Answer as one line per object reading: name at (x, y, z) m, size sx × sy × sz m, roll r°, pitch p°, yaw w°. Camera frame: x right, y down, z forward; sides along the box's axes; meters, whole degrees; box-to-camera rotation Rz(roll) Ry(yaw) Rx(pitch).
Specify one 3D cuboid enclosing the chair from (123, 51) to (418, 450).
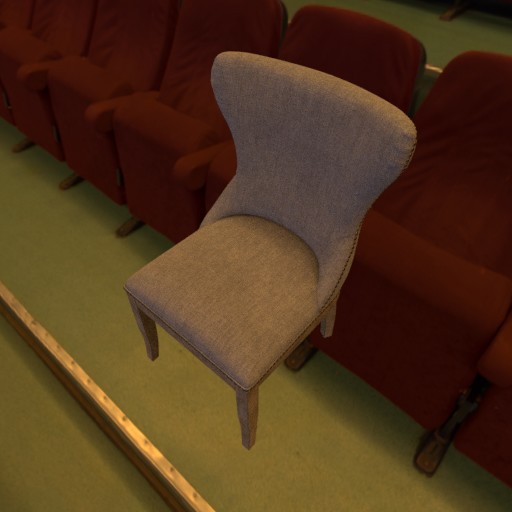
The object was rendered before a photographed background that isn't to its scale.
chair at (0.000, 0.000, 1.414) m, size 0.654 × 1.002 × 0.681 m, roll 33°, pitch 55°, yaw 27°
